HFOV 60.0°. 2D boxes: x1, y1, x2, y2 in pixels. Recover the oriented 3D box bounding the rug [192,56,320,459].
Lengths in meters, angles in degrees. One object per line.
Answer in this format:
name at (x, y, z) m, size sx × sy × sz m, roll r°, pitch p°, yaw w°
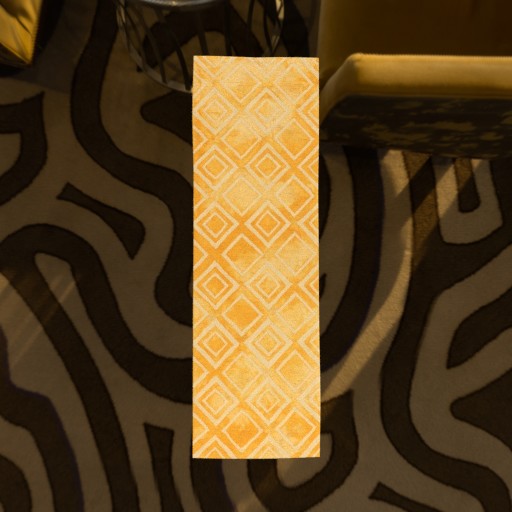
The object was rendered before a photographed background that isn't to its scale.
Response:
rug at (0.000, 0.000, 2.689) m, size 0.775 × 0.010 × 2.438 m, roll 0°, pitch 89°, yaw -1°
